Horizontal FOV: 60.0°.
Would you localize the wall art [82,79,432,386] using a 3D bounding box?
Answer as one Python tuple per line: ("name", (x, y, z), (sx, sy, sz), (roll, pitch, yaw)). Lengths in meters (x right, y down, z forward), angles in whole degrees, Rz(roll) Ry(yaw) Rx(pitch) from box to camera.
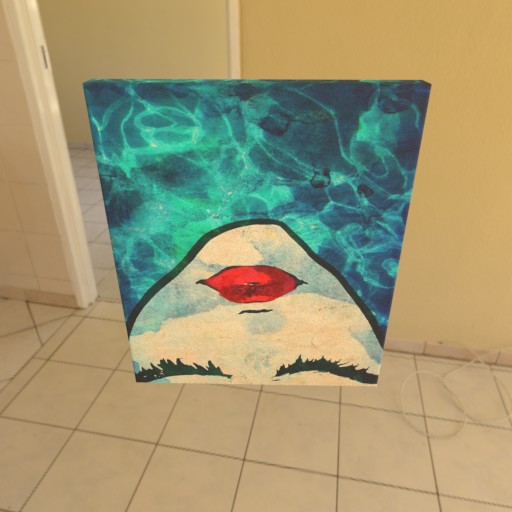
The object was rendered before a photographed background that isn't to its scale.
("wall art", (0.000, 0.000, 0.687), (0.432, 0.508, 0.038), (1, 29, 1))
